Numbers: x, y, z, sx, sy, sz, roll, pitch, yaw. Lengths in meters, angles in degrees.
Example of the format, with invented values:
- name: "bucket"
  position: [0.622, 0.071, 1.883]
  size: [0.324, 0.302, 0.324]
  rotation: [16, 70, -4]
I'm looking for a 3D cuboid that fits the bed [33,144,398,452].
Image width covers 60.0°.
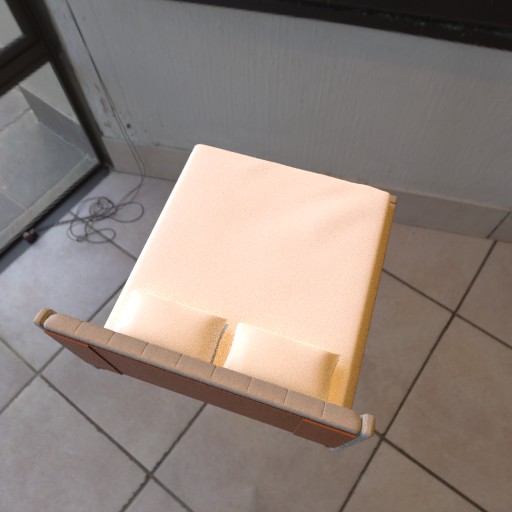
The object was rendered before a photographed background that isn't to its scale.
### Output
- name: "bed"
  position: [0.000, 0.000, 3.548]
  size: [2.062, 1.289, 2.342]
  rotation: [16, 64, 8]
